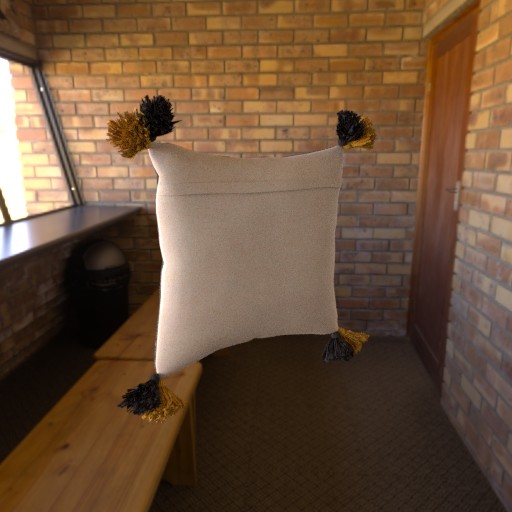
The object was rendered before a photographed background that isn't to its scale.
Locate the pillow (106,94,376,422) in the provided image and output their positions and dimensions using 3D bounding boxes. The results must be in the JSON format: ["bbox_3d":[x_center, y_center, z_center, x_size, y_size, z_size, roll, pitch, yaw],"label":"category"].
[{"bbox_3d":[0.000,0.000,0.995,0.654,0.659,0.139,-7,14,-28],"label":"pillow"}]
